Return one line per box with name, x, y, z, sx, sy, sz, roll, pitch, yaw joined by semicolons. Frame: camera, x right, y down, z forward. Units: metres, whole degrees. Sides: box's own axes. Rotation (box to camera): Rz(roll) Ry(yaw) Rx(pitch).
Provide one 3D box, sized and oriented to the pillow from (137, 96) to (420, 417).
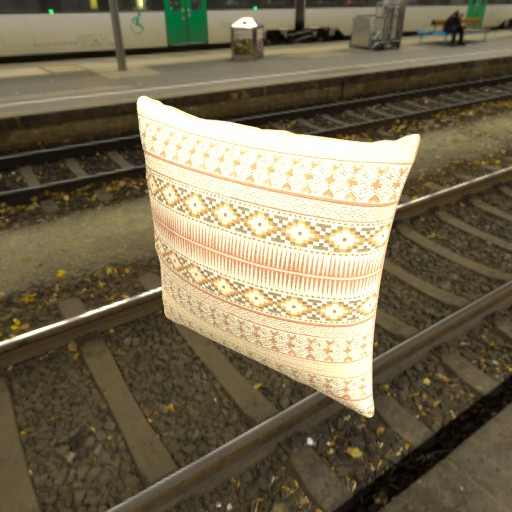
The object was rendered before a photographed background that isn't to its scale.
pillow;0.000;0.000;0.811;0.521;0.519;0.215;19;35;29
